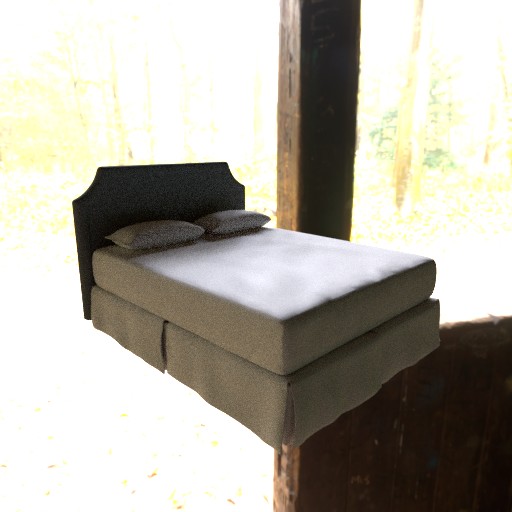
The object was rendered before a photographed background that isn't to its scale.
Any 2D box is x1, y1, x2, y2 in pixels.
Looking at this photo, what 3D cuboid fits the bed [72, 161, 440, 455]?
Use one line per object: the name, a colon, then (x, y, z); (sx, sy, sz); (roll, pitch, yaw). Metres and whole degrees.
bed: (0.000, 0.000, 3.353); (1.811, 1.296, 2.259); (-14, 20, -43)
